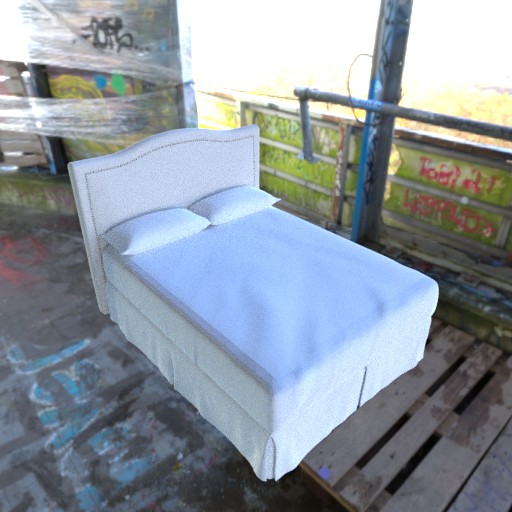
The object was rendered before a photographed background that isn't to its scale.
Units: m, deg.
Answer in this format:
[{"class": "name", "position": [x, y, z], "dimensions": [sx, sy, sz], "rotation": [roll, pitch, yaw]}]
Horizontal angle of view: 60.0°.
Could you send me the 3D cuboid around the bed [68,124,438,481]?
[{"class": "bed", "position": [0.000, 0.000, 3.272], "dimensions": [1.753, 1.460, 2.143], "rotation": [-23, 37, -34]}]
